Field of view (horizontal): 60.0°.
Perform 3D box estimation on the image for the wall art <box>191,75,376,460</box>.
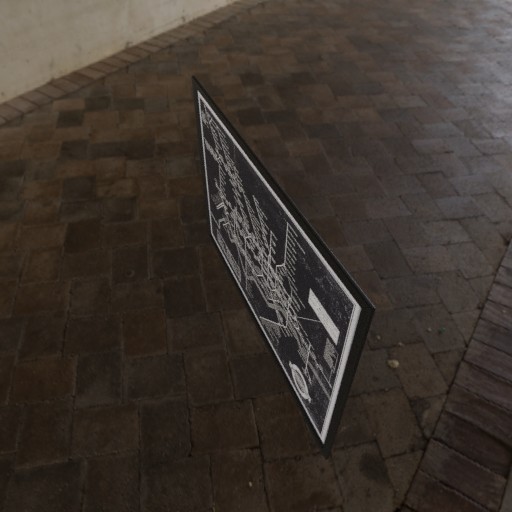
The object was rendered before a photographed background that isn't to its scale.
[{"bbox_3d":[0.000,0.000,1.562,0.013,0.811,1.192,-17,48,-16],"label":"wall art"}]
